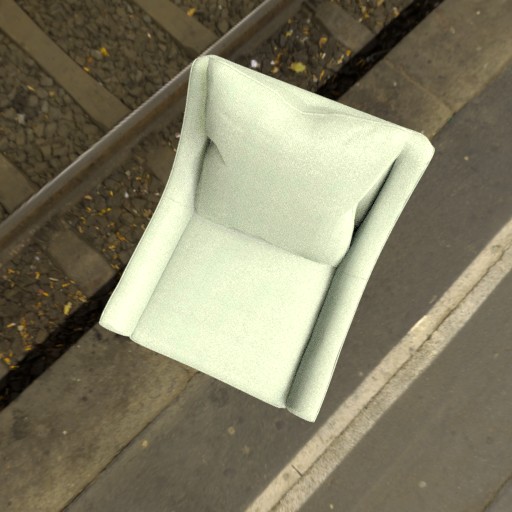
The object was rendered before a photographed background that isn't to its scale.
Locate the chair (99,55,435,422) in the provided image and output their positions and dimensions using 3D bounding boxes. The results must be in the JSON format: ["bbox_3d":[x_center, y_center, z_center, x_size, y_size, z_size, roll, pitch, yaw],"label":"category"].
[{"bbox_3d":[0.000,0.000,1.535,0.760,0.926,0.870,23,77,6],"label":"chair"}]
